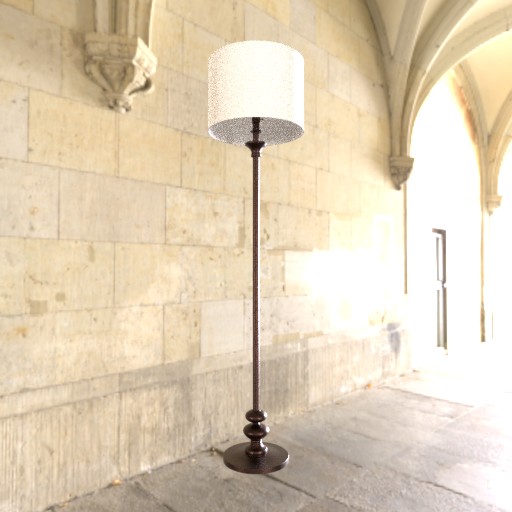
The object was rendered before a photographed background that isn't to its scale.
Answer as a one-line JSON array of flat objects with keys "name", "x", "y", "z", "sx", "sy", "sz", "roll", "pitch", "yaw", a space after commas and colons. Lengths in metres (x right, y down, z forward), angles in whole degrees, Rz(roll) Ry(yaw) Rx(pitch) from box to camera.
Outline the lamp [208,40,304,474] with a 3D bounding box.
[{"name": "lamp", "x": 0.000, "y": 0.000, "z": 1.643, "sx": 0.356, "sy": 1.487, "sz": 0.356, "roll": 0, "pitch": -2, "yaw": 1}]
